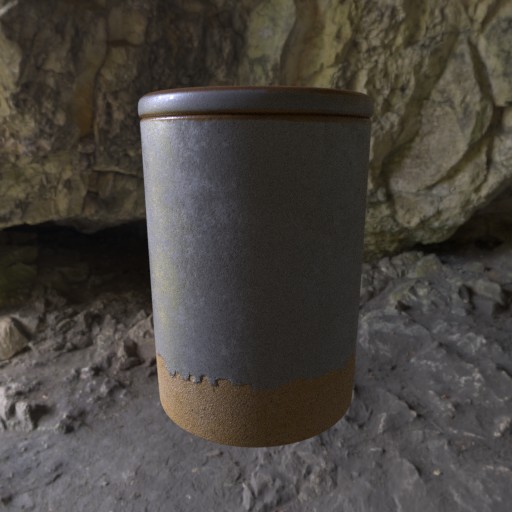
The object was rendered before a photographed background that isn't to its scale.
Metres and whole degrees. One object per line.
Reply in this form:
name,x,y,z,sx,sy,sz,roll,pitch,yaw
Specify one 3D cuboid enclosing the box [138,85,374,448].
box,0.000,0.000,0.248,0.118,0.168,0.118,0,15,0
